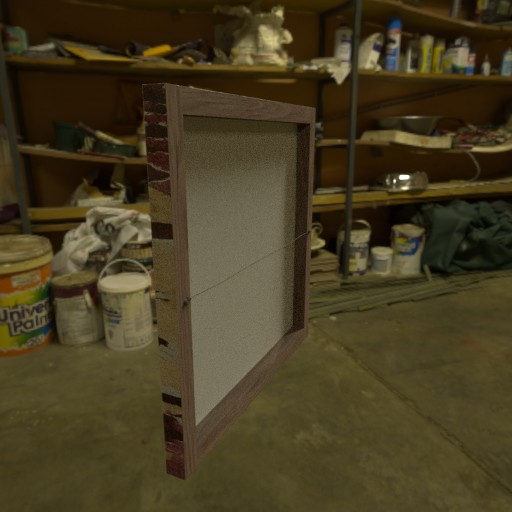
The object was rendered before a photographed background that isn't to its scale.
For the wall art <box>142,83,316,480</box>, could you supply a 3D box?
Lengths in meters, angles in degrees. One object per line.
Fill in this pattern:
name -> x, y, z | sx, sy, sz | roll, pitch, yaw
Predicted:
wall art -> 0.000, 0.000, 0.921 | 0.041, 0.613, 0.609 | 7, 17, 25
